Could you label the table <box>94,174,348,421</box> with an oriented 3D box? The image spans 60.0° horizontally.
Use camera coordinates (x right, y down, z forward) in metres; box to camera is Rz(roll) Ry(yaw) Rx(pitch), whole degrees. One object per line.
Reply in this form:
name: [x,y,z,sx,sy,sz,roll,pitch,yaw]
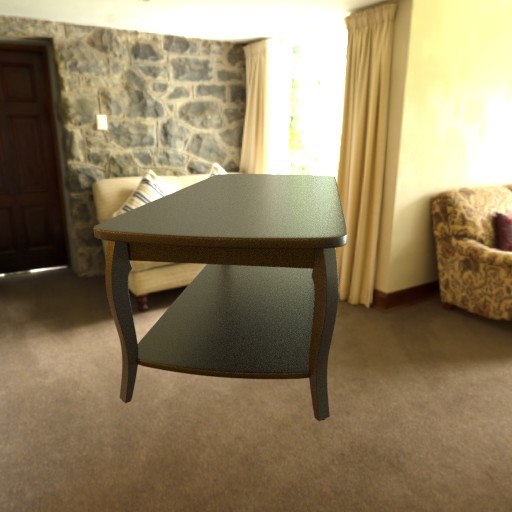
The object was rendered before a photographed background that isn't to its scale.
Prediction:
table: [0.000,0.000,1.595,0.571,0.457,1.333,2,16,8]
